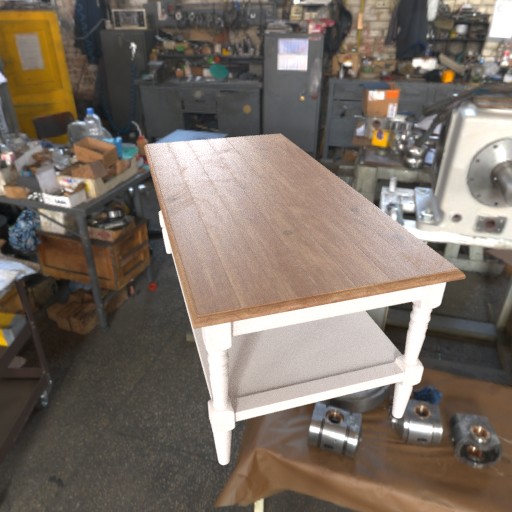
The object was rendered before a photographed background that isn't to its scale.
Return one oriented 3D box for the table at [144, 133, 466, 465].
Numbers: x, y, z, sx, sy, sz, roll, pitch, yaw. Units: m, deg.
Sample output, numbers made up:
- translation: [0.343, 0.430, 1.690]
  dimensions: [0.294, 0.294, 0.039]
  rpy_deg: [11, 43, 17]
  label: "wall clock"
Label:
- translation: [0.000, 0.000, 1.405]
  dimensions: [0.559, 0.458, 1.118]
  rpy_deg: [-9, 31, -14]
  label: "table"
